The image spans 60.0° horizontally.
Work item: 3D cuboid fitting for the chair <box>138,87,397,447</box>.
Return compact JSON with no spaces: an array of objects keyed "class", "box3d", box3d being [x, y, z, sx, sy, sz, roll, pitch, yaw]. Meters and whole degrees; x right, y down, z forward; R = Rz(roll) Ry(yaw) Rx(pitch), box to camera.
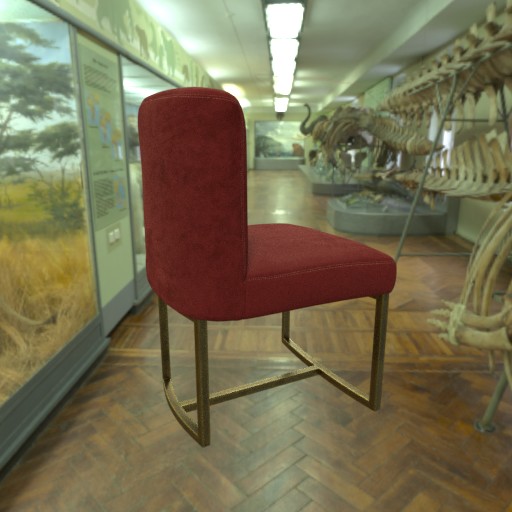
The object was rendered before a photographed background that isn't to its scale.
[{"class":"chair","box3d":[0.000,0.000,1.217,0.560,0.824,0.530,-7,16,-27]}]
